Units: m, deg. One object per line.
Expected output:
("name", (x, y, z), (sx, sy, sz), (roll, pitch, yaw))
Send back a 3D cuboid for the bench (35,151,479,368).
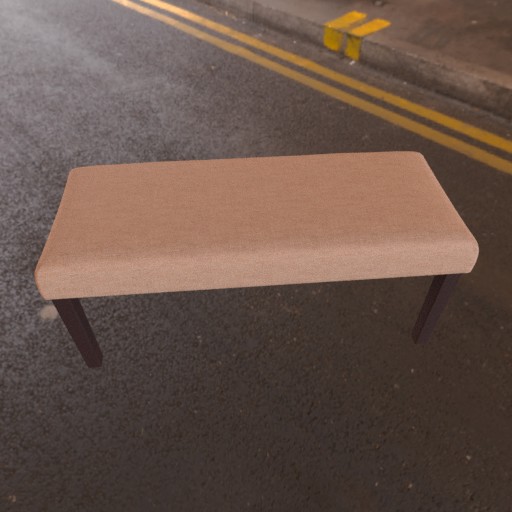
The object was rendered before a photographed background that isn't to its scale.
("bench", (0.000, 0.000, 1.257), (1.013, 0.456, 0.407), (-3, 46, -3))
